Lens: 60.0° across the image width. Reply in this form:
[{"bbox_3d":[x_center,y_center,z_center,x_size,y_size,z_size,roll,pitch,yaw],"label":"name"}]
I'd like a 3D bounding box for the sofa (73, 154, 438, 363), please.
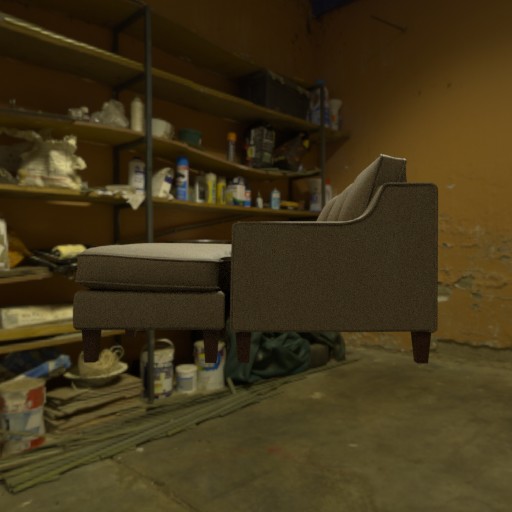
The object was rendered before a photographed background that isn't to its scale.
[{"bbox_3d":[0.000,0.000,3.321,1.858,1.081,2.317,0,0,0],"label":"sofa"}]
